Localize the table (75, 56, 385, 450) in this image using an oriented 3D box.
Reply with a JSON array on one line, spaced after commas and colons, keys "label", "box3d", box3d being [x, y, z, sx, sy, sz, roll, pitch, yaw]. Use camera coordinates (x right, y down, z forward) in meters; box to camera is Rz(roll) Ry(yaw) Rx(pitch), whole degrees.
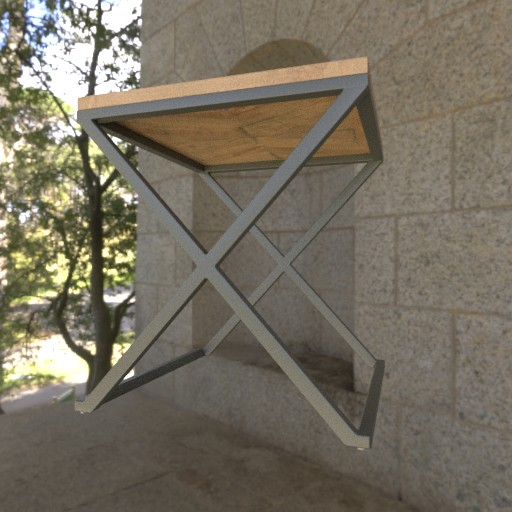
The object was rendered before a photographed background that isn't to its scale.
[{"label": "table", "box3d": [0.000, 0.000, 0.926, 0.498, 0.550, 0.499, 0, -1, 18]}]
